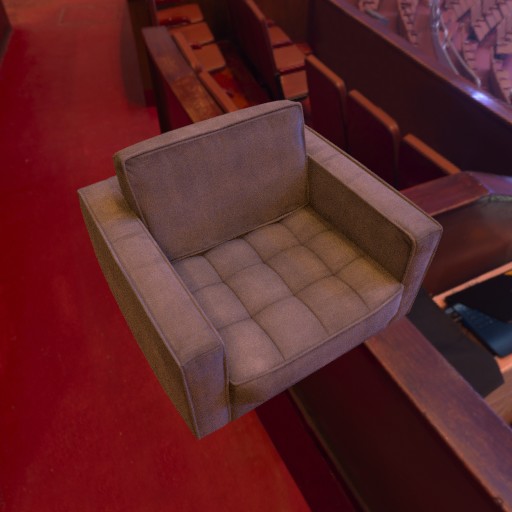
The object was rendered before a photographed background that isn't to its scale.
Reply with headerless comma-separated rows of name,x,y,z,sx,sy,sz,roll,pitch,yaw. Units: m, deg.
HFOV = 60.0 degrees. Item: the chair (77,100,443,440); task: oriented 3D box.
chair,0.000,0.000,1.516,0.928,0.773,0.843,-25,51,-22
